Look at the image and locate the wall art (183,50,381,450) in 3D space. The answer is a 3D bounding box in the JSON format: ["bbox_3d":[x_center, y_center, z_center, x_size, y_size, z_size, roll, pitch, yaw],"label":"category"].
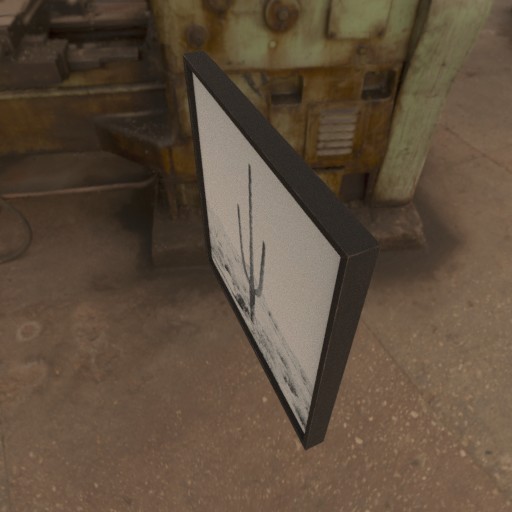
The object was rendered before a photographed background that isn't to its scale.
[{"bbox_3d":[0.000,0.000,0.771,0.038,0.508,0.508,-18,50,-16],"label":"wall art"}]
